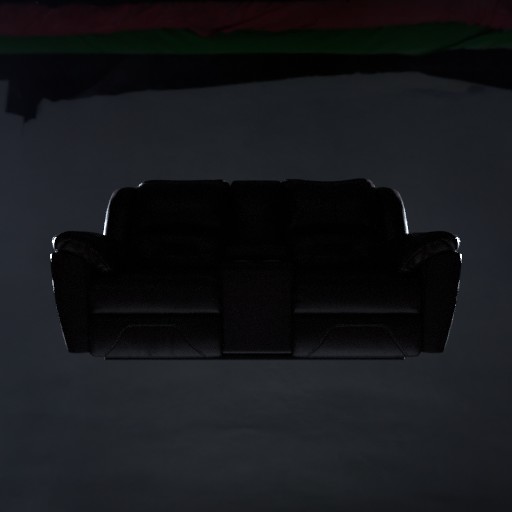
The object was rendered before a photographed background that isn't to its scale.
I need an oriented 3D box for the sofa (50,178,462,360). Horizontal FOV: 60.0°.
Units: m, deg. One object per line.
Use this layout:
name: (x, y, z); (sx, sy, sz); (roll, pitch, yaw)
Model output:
sofa: (0.000, 0.000, 2.638); (2.058, 1.043, 0.991); (0, 1, 0)
